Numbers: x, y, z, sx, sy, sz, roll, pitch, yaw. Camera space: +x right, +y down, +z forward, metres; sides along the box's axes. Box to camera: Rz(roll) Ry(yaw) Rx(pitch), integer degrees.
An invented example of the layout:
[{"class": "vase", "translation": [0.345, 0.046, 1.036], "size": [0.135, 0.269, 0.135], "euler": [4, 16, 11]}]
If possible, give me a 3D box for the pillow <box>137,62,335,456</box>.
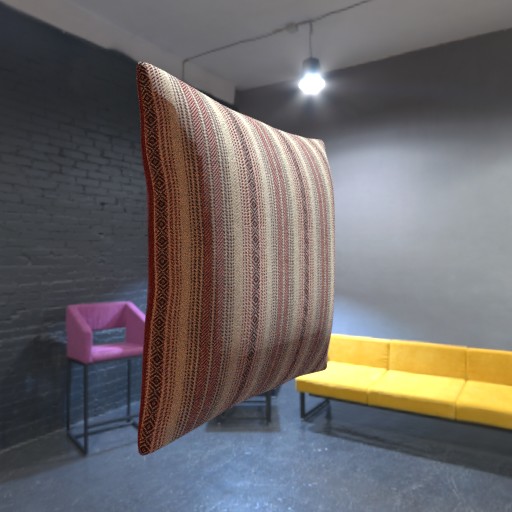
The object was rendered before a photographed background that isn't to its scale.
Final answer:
[{"class": "pillow", "translation": [0.000, 0.000, 0.761], "size": [0.166, 0.497, 0.513], "euler": [0, 1, 35]}]
